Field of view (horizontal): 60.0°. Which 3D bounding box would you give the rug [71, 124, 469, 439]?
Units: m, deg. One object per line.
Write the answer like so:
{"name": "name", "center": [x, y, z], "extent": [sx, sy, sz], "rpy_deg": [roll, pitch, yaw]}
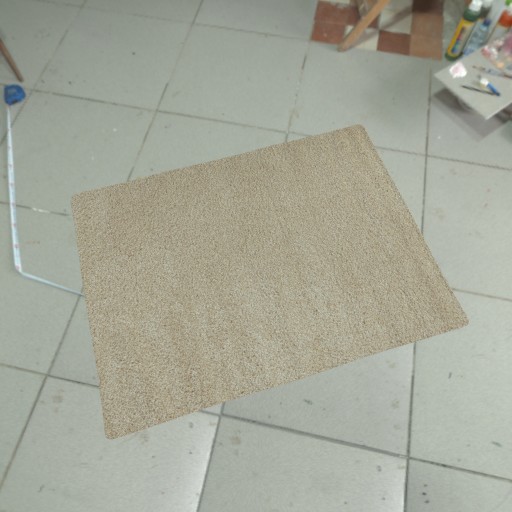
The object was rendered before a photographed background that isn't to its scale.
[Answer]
{"name": "rug", "center": [0.000, 0.000, 2.098], "extent": [1.600, 0.025, 1.199], "rpy_deg": [-16, 65, -7]}
